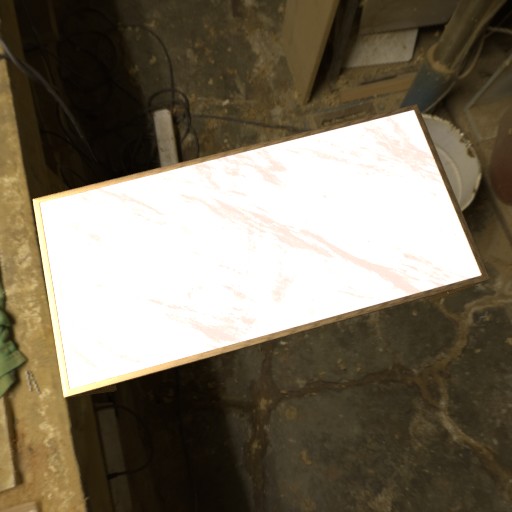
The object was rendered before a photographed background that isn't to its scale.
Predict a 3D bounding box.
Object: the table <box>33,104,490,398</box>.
[{"bbox_3d":[0.000,0.000,1.461,1.197,0.405,0.577,-15,76,-4],"label":"table"}]
